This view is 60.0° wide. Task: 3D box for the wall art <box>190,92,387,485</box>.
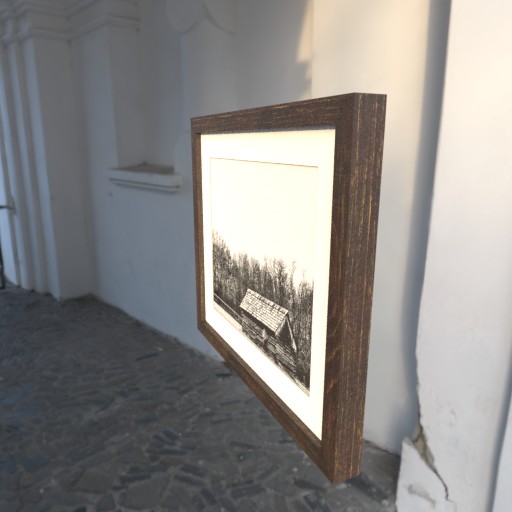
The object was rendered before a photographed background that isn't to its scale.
[{"bbox_3d":[0.000,0.000,0.527,0.031,0.330,0.381,-7,16,-25],"label":"wall art"}]
